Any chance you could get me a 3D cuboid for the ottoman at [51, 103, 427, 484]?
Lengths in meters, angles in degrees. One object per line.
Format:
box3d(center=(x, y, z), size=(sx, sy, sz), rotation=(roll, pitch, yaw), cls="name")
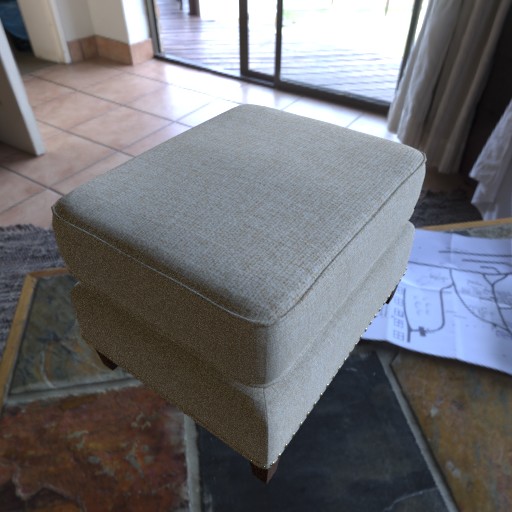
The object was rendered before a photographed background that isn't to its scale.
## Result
box3d(center=(0.000, 0.000, 1.113), size=(0.589, 0.537, 0.738), rotation=(25, 46, 27), cls="ottoman")
